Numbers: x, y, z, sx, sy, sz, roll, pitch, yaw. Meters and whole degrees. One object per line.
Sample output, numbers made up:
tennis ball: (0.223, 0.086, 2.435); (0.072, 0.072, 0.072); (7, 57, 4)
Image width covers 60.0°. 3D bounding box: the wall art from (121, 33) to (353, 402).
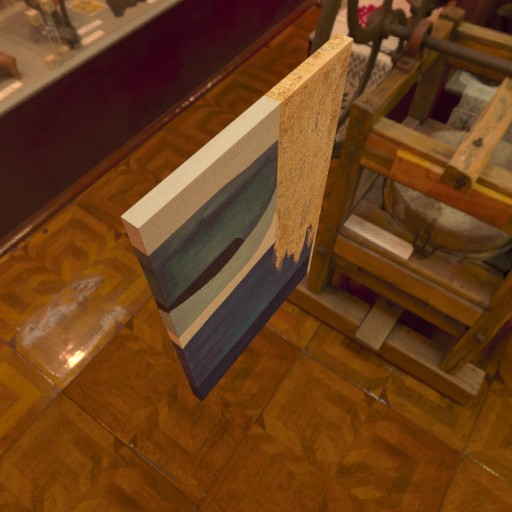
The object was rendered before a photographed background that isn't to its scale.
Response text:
wall art: (0.000, 0.000, 1.158); (0.039, 0.911, 0.607); (32, 62, 19)
